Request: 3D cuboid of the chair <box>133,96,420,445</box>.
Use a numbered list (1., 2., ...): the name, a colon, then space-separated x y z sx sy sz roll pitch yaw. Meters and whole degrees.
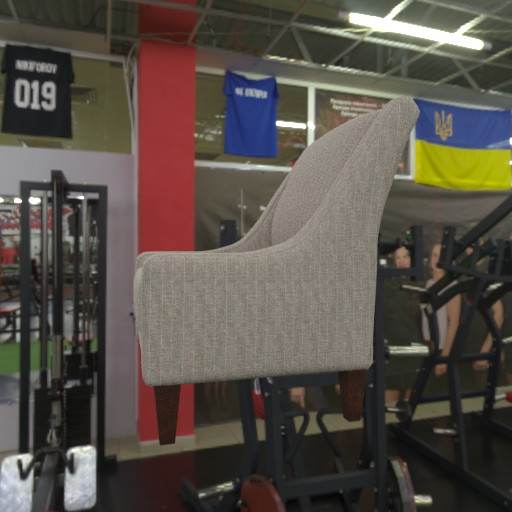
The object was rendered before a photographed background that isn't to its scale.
1. chair: 0.000 0.000 1.636 0.870 1.014 0.774 0 1 -17
